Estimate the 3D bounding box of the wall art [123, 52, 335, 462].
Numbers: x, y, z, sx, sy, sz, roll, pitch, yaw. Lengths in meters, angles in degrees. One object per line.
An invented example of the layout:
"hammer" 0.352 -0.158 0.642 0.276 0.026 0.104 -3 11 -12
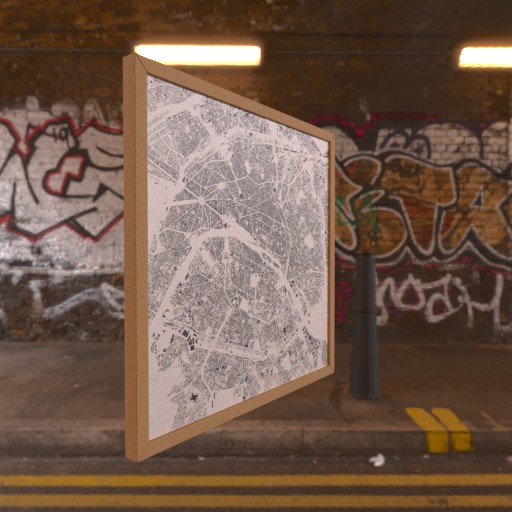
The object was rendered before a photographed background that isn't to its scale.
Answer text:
"wall art" 0.000 0.000 1.129 0.037 0.761 0.761 1 2 38
